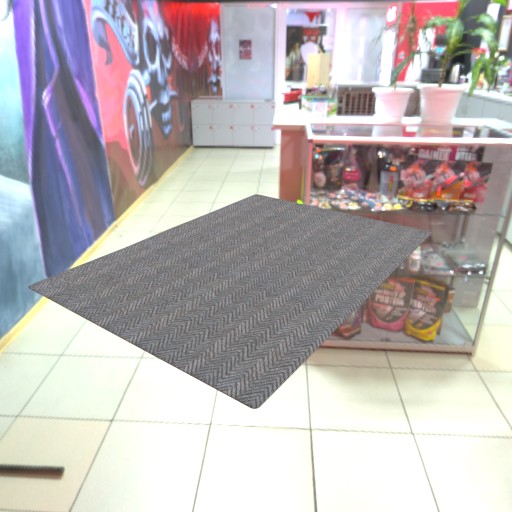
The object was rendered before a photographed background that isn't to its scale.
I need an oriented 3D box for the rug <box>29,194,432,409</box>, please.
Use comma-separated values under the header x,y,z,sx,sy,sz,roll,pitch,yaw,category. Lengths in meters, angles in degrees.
x,y,z,sx,sy,sz,roll,pitch,yaw,category
0.000,0.000,5.187,2.894,0.011,3.957,17,30,32,rug
